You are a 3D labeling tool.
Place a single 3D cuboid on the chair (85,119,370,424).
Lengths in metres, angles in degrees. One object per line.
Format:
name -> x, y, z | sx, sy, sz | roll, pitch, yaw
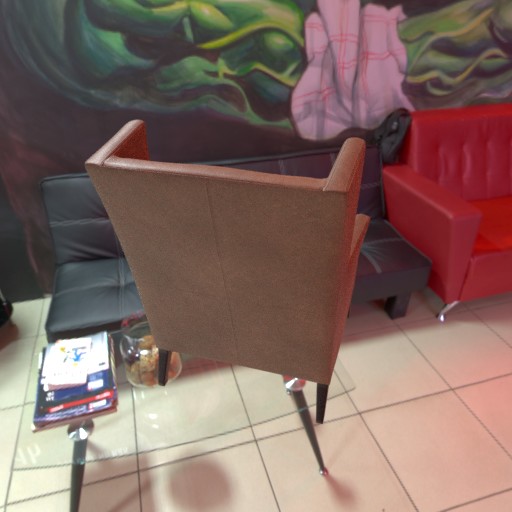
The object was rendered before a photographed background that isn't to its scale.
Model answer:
chair -> 0.000, 0.000, 1.737 | 0.815, 1.088, 0.913 | 9, 33, 14
